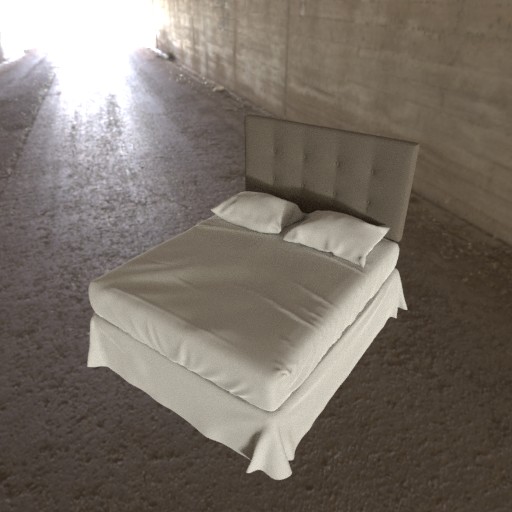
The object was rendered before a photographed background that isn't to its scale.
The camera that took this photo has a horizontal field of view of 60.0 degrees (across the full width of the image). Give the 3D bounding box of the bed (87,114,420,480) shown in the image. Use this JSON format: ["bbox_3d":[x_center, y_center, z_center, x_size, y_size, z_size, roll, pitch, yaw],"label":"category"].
[{"bbox_3d":[0.000,0.000,3.458,1.936,1.577,2.222,20,36,30],"label":"bed"}]
